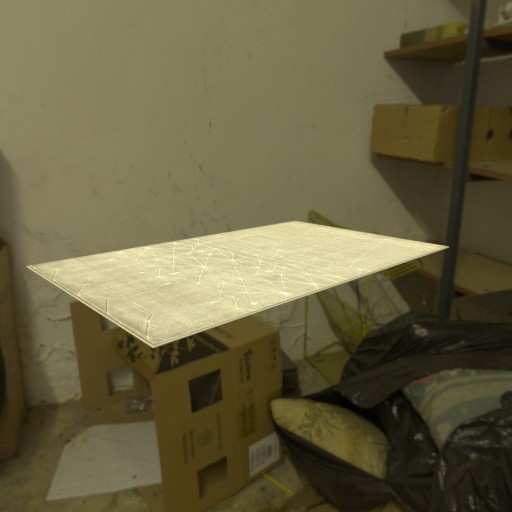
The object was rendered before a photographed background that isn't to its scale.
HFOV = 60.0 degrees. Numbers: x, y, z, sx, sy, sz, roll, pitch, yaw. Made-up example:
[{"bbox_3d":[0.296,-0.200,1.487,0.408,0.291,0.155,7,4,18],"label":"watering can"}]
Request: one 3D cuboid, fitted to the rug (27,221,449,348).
[{"bbox_3d":[0.000,0.000,2.988,2.438,0.012,1.524,-13,19,-41],"label":"rug"}]
